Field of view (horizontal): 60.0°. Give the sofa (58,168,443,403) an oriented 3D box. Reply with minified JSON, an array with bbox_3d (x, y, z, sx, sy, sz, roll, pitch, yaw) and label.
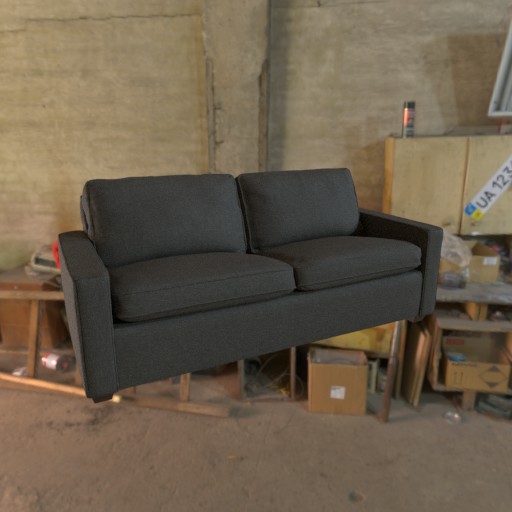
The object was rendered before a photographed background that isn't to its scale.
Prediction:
[{"bbox_3d":[0.000,0.000,2.586,2.080,0.919,0.940,-8,18,-25],"label":"sofa"}]
